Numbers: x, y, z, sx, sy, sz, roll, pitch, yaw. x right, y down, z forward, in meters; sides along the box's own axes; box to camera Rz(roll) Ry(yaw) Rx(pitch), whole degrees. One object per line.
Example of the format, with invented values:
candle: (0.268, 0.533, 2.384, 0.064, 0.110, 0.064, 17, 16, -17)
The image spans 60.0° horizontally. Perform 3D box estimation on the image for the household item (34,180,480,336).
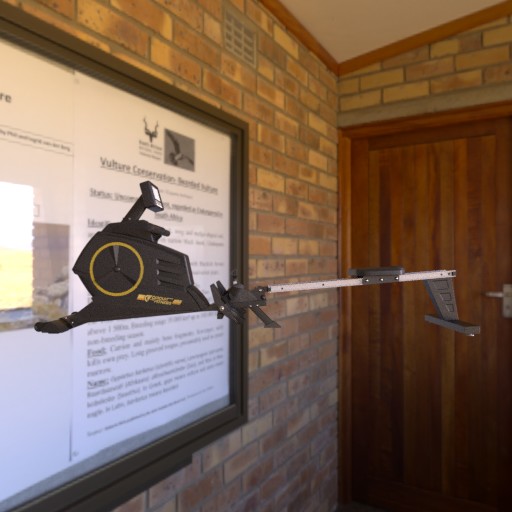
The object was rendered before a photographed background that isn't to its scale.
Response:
household item: (0.000, 0.000, 2.488, 2.251, 0.810, 0.521, 0, -1, 0)
